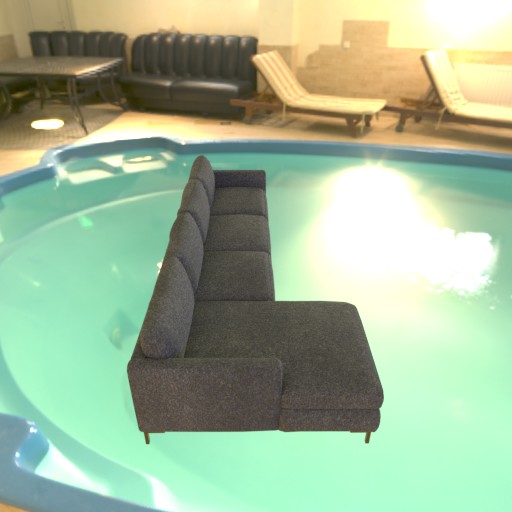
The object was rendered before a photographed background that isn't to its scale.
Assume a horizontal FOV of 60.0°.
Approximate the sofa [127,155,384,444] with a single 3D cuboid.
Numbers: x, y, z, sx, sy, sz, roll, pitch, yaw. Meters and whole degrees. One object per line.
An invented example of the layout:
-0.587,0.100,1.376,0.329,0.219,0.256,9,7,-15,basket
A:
0.000,0.000,3.559,1.350,0.810,2.932,0,31,-1,sofa
